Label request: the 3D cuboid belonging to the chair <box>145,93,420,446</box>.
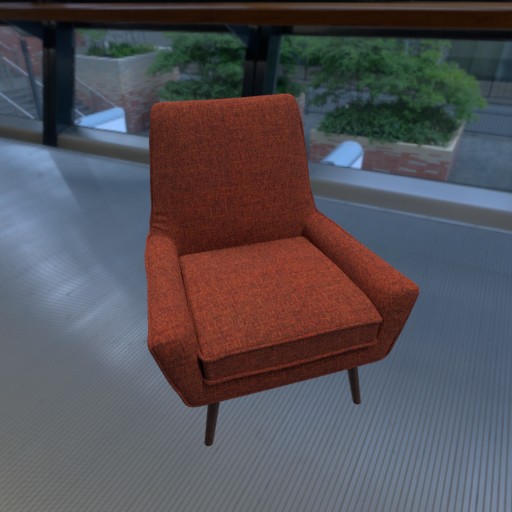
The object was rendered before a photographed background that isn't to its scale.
[{"bbox_3d":[0.000,0.000,1.516,0.803,0.911,0.784,-10,33,-15],"label":"chair"}]
